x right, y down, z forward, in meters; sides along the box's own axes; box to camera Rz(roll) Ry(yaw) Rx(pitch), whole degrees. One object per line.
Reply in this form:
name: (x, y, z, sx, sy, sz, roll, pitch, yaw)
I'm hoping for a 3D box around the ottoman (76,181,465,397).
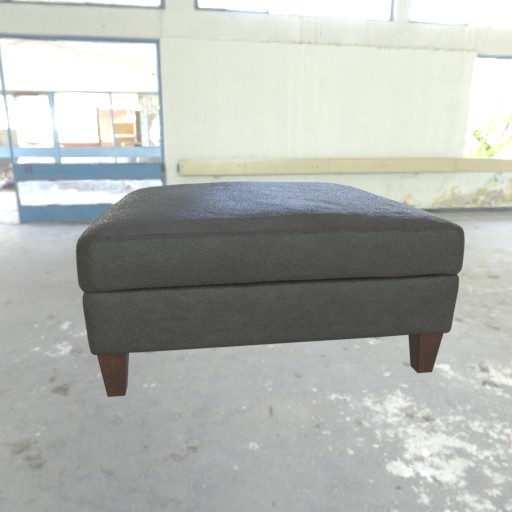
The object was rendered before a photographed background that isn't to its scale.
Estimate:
ottoman: (0.000, 0.000, 1.325, 0.844, 0.415, 0.836, -2, 15, -8)
